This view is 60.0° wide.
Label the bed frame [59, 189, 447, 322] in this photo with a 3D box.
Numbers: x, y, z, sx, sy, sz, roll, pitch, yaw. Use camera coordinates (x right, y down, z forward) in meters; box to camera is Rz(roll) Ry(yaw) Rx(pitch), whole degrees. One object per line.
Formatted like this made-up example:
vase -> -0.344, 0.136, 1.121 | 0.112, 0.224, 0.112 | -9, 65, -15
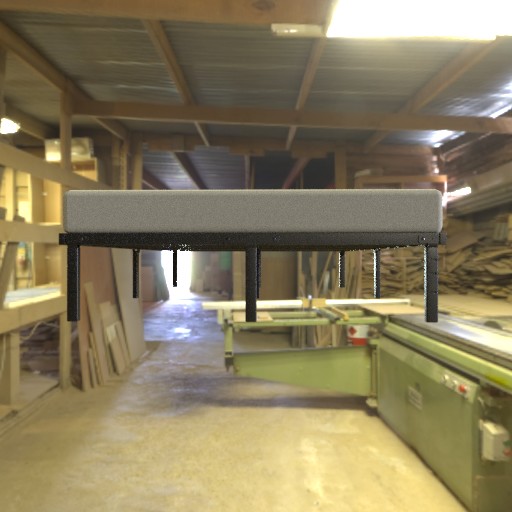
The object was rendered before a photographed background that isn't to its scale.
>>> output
bed frame -> 0.000, 0.000, 3.566 | 1.990, 0.680, 2.635 | 0, 0, 1
